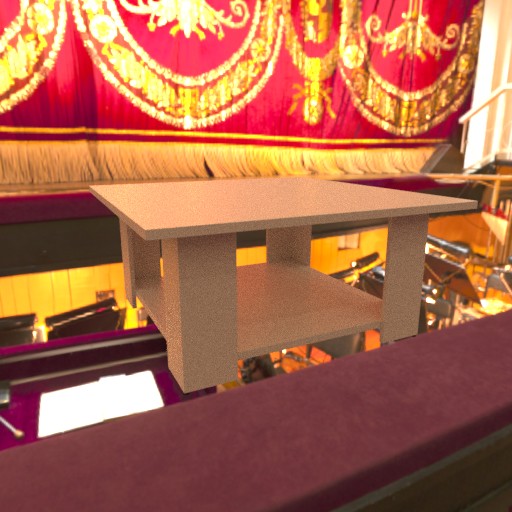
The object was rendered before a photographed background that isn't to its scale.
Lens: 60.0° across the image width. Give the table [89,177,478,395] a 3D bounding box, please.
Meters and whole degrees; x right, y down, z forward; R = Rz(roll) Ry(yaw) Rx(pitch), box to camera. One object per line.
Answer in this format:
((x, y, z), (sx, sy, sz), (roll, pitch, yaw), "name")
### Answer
((0.000, 0.000, 1.082), (0.670, 0.305, 0.670), (-7, 16, -25), "table")
